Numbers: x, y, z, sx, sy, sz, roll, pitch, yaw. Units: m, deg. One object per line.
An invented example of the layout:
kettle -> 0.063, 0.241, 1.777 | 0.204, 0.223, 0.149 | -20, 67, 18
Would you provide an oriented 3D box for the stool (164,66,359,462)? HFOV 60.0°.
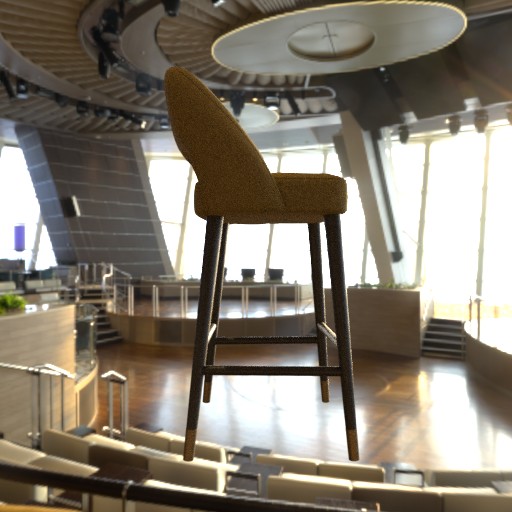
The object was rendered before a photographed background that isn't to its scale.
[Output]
stool -> 0.000, 0.000, 1.338 | 0.522, 1.032, 0.536 | 0, 1, 0
